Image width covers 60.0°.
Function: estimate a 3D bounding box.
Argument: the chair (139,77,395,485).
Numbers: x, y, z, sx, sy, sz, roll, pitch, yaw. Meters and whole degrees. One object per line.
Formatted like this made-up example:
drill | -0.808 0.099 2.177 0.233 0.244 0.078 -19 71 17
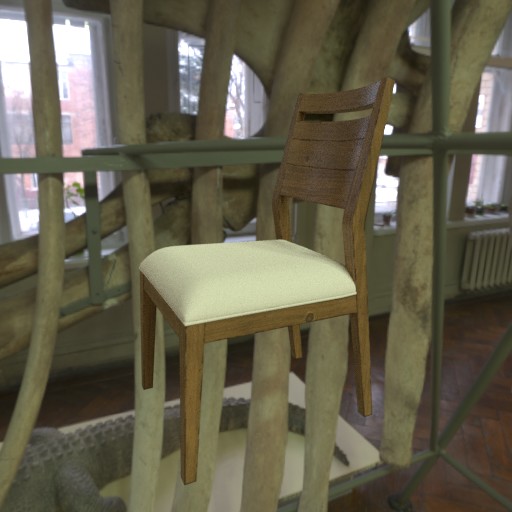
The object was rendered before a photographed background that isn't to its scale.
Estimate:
chair | 0.000 0.000 1.273 0.610 0.939 0.497 -7 16 -25
